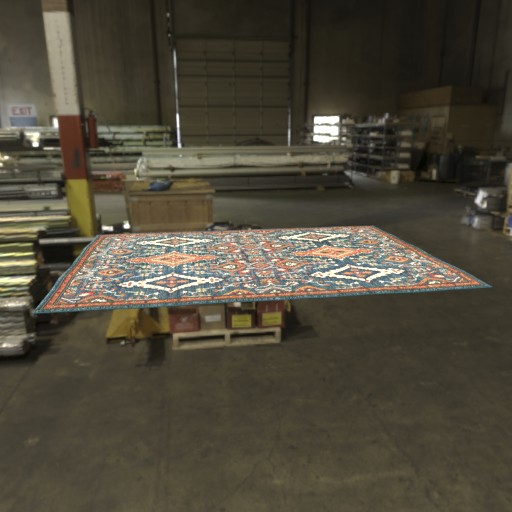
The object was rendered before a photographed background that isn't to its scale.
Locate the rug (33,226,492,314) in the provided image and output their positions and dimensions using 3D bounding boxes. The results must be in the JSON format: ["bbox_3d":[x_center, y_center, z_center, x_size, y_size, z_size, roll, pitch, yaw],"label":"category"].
[{"bbox_3d":[0.000,0.000,2.989,2.373,0.009,1.622,-2,16,-8],"label":"rug"}]
